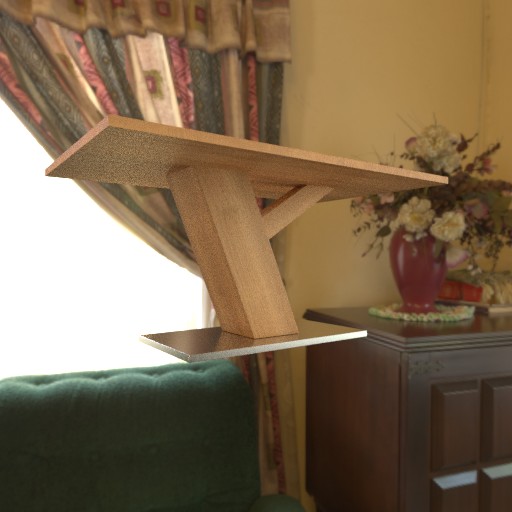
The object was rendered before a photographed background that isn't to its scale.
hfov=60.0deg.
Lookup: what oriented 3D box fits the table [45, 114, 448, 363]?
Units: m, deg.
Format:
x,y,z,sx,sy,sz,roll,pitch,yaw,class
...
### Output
x,y,z,sx,sy,sz,roll,pitch,yaw,class
0.000,0.000,2.009,1.600,0.750,0.900,0,0,-35,table
